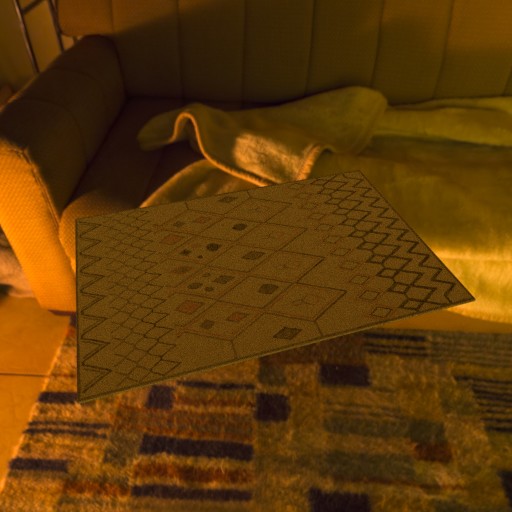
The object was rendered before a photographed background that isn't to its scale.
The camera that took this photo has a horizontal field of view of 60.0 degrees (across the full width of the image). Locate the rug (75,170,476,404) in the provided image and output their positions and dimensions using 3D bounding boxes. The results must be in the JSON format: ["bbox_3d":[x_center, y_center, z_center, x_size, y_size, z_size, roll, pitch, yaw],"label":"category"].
[{"bbox_3d":[0.000,0.000,2.350,1.829,0.016,1.219,-12,44,-13],"label":"rug"}]
